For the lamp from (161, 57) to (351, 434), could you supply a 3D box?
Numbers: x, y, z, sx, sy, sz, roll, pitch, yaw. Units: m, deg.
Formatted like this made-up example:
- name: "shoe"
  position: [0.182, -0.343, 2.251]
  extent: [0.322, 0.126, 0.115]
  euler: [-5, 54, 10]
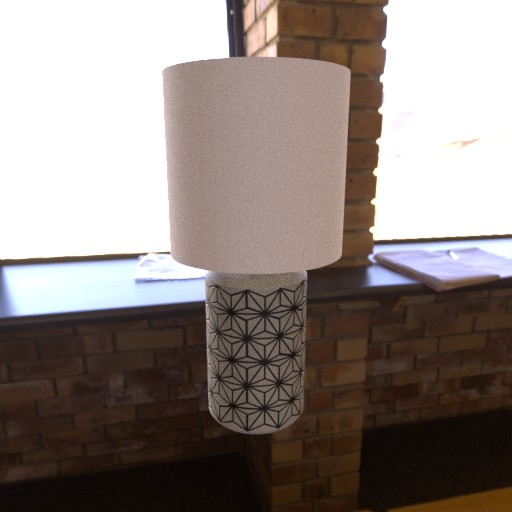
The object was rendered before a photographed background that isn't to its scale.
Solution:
- name: "lamp"
  position: [0.000, 0.000, 0.543]
  extent: [0.206, 0.416, 0.206]
  euler: [-13, 19, -43]
